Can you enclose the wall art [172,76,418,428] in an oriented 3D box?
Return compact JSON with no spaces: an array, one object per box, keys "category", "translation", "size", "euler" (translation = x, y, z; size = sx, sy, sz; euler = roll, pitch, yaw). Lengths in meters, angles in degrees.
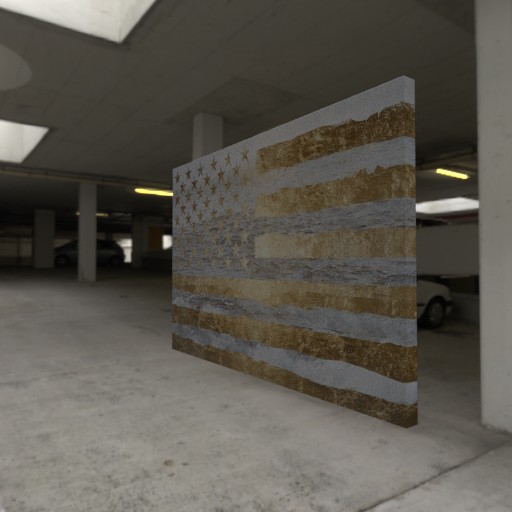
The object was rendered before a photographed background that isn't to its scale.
[{"category":"wall art","translation":[0.000,0.000,1.429],"size":[0.041,0.762,1.145],"euler":[1,-2,-36]}]
